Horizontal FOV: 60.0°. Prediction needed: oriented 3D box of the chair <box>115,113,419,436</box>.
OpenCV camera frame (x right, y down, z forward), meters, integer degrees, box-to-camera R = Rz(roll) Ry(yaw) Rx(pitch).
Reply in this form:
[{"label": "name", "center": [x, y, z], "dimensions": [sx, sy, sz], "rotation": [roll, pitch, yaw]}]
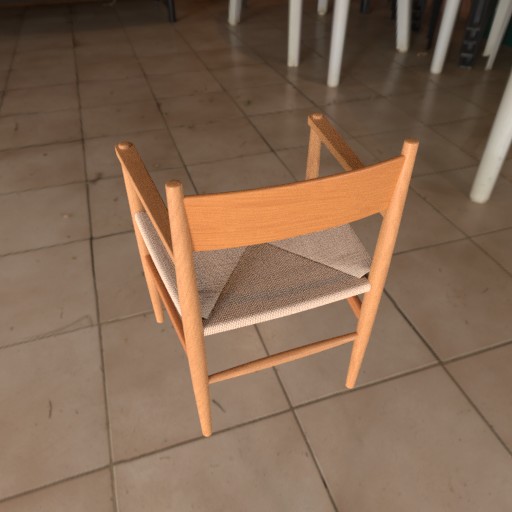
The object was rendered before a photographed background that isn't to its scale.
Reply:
[{"label": "chair", "center": [0.000, 0.000, 1.128], "dimensions": [0.556, 0.762, 0.495], "rotation": [-13, 42, -15]}]
